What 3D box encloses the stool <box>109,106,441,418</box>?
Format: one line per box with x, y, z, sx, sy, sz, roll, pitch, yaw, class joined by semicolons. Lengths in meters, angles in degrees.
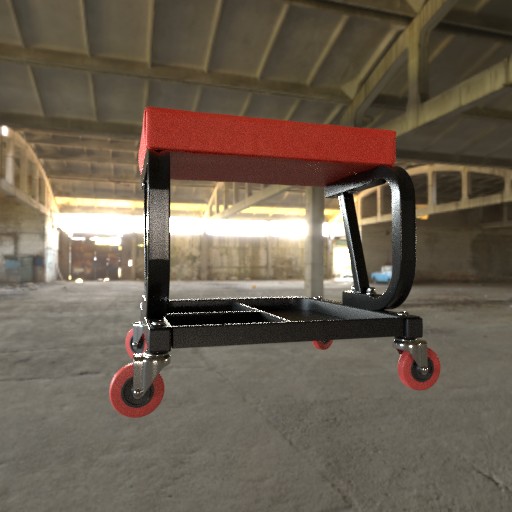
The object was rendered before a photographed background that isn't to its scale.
0.000;0.000;0.729;0.446;0.380;0.371;0;-1;-17;stool
